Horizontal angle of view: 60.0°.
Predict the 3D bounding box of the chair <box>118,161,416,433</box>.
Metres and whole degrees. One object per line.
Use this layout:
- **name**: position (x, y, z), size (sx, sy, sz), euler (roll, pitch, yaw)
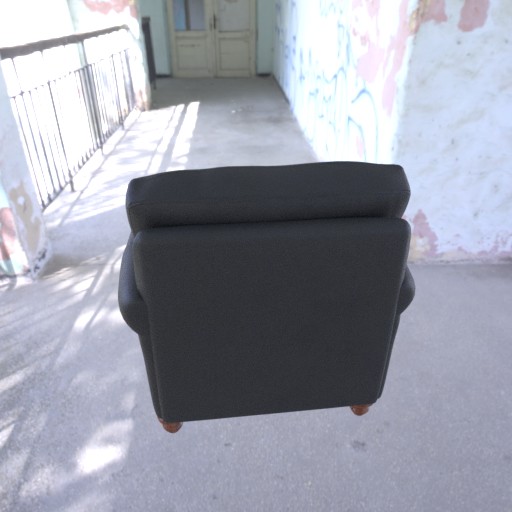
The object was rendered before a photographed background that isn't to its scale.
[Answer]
- **chair**: position (0.000, 0.000, 1.778), size (1.015, 0.960, 1.027), euler (-1, 30, -1)
